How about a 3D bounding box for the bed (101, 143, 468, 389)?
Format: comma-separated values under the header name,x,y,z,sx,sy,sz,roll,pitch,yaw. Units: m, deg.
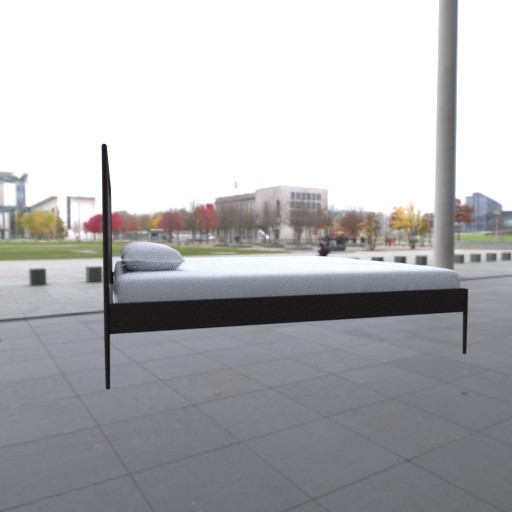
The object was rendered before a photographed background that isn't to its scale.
name,x,y,z,sx,sy,sz,roll,pitch,yaw
bed,0.000,0.000,3.375,2.151,1.173,1.993,-1,3,-18
